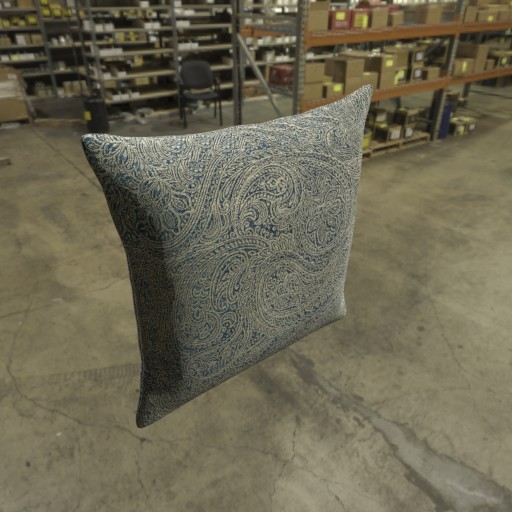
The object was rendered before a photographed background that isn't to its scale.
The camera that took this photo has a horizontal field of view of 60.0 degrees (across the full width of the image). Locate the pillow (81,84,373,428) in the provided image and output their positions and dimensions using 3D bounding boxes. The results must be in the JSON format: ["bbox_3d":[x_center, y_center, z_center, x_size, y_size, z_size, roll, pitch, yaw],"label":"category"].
[{"bbox_3d":[0.000,0.000,0.774,0.523,0.510,0.166,-22,37,-31],"label":"pillow"}]
